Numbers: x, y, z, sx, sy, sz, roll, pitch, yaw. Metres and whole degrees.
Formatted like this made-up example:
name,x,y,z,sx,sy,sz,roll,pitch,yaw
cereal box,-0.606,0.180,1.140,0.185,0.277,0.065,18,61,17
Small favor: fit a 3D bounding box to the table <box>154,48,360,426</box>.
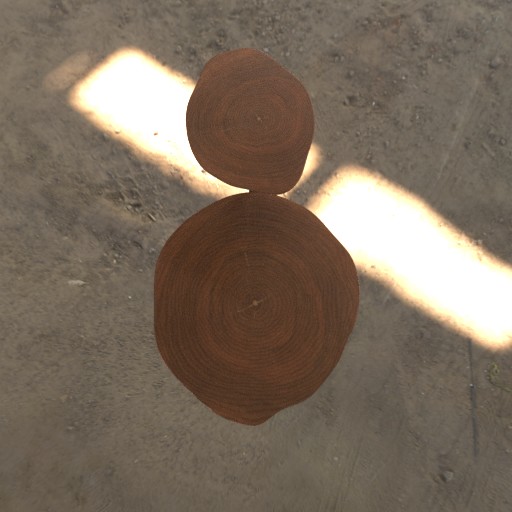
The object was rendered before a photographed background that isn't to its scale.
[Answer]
name,x,y,z,sx,sy,sz,roll,pitch,yaw
table,0.000,0.000,1.090,0.442,0.538,0.759,-1,76,0
